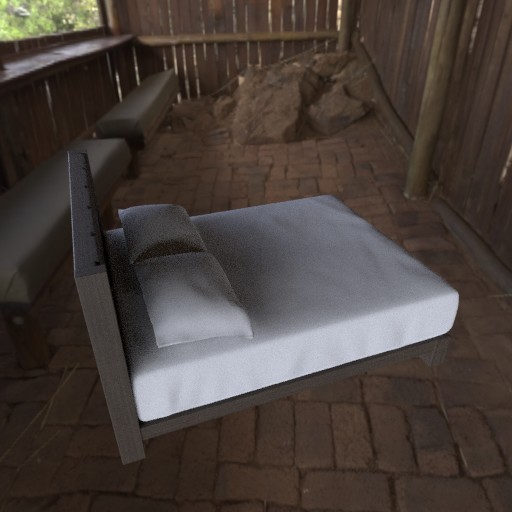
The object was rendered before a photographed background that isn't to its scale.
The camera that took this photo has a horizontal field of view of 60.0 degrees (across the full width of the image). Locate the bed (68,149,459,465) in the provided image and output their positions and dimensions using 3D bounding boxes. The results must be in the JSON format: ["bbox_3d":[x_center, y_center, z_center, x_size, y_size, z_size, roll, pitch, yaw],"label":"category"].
[{"bbox_3d":[0.000,0.000,3.175,2.242,1.270,1.727,-11,33,-18],"label":"bed"}]
